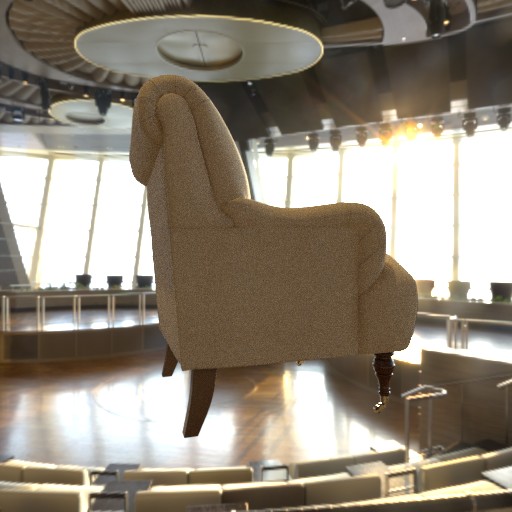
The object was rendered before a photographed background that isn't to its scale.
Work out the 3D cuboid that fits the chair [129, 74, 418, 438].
[{"bbox_3d":[0.000,0.000,1.542,0.842,0.944,0.766,0,0,-17],"label":"chair"}]
